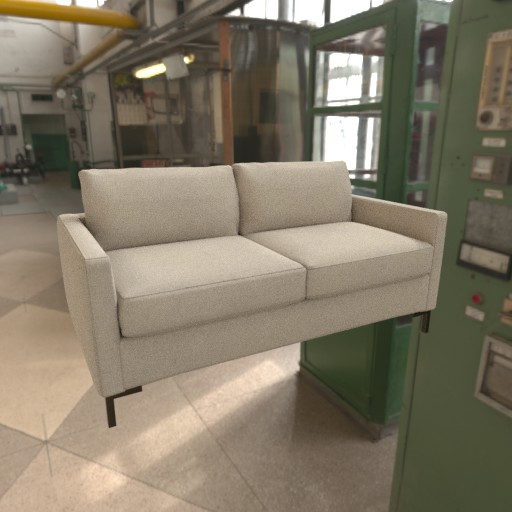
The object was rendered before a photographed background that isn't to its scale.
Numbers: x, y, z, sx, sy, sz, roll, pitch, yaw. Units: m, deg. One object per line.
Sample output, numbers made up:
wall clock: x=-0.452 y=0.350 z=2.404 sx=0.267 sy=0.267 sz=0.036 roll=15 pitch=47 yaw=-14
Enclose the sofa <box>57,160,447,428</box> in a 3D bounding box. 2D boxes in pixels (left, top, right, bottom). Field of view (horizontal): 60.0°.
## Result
sofa: x=0.000 y=0.000 z=2.141 sx=1.682 sy=0.840 sz=0.875 roll=-9 pitch=18 yaw=-27
